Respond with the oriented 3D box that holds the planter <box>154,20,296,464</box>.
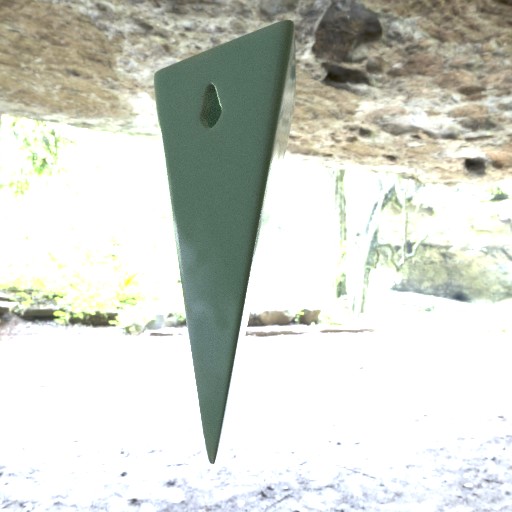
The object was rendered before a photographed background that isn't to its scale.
[{"bbox_3d":[0.000,0.000,0.214,0.080,0.178,0.064,0,0,38],"label":"planter"}]
